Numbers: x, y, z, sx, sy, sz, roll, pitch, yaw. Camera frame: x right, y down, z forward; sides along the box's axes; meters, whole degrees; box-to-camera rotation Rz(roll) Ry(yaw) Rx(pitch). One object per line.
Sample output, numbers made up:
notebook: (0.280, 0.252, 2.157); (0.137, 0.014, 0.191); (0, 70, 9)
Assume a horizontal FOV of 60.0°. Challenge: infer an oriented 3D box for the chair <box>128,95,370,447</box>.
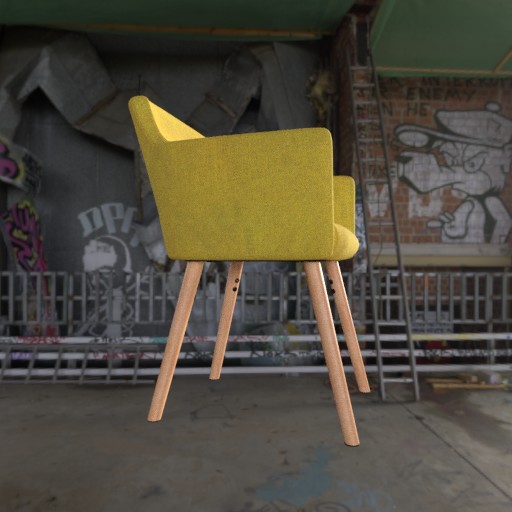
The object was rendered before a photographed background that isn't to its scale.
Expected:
chair: (0.000, 0.000, 1.179); (0.570, 0.780, 0.570); (0, 0, 17)
